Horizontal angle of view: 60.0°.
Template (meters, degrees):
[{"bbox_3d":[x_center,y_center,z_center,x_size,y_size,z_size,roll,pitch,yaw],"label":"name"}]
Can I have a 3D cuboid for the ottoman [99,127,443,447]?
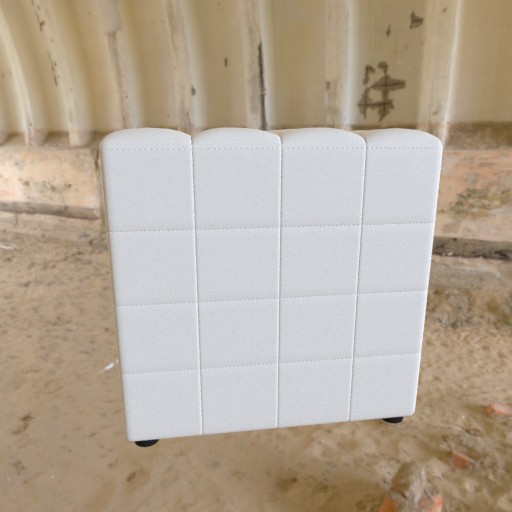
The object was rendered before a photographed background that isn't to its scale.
[{"bbox_3d":[0.000,0.000,0.785,0.425,0.432,0.425,-2,15,-8],"label":"ottoman"}]
